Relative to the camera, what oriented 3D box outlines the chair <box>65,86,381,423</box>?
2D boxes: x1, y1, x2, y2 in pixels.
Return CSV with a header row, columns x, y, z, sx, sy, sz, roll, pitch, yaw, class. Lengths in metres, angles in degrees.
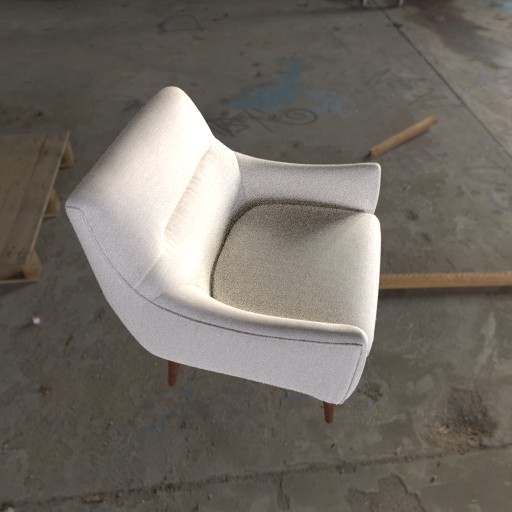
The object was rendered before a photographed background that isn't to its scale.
x,y,z,sx,sy,sz,roll,pitch,yaw,class
0.000,0.000,1.431,0.787,0.838,0.762,10,48,9,chair
